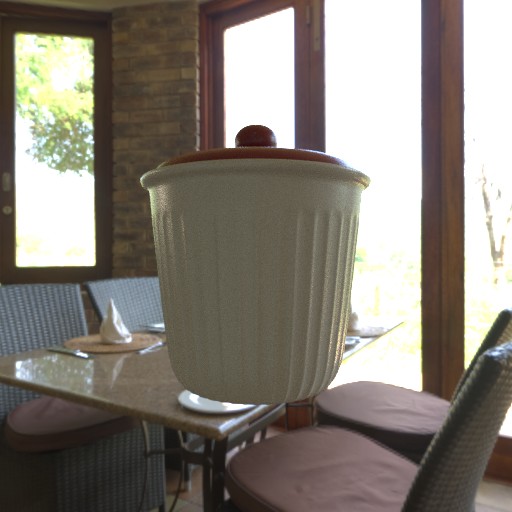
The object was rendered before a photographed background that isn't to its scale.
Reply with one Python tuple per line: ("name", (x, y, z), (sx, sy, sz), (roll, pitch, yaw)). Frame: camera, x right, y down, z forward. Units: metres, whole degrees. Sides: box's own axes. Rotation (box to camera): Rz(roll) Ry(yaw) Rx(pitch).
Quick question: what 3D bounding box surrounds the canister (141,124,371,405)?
("canister", (0.000, 0.000, 0.359), (0.181, 0.211, 0.181), (0, 0, 0))
